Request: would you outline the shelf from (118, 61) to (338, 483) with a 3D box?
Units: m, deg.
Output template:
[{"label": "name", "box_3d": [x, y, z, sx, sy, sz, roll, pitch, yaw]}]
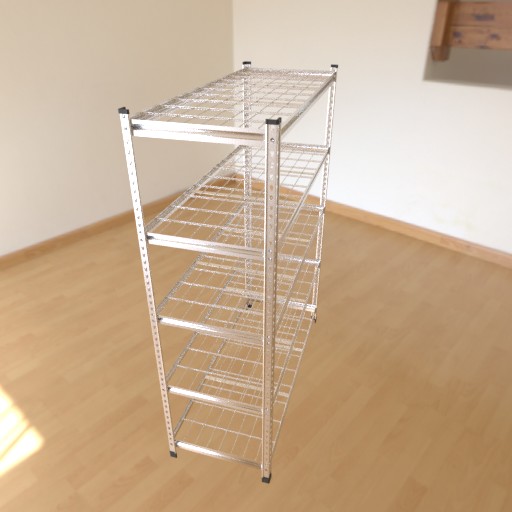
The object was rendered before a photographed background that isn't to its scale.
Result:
[{"label": "shelf", "box_3d": [0.000, 0.000, 2.671, 0.610, 1.981, 1.524, 8, 31, 14]}]
